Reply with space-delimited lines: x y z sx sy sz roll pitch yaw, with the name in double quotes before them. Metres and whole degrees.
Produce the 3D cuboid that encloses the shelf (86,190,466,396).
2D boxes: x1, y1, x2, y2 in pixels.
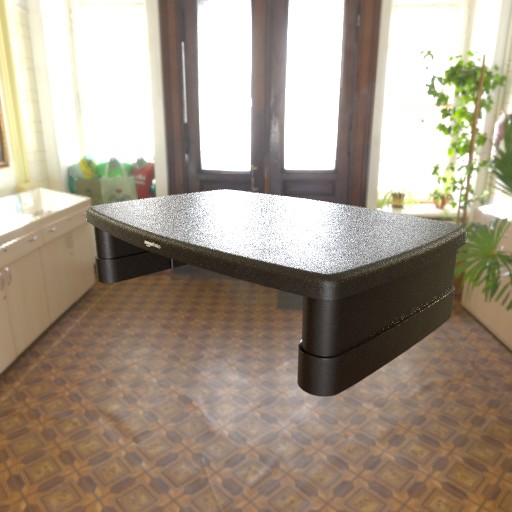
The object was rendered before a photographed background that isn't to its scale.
"shelf" 0.000 0.000 0.531 0.280 0.100 0.410 -15 22 -42
